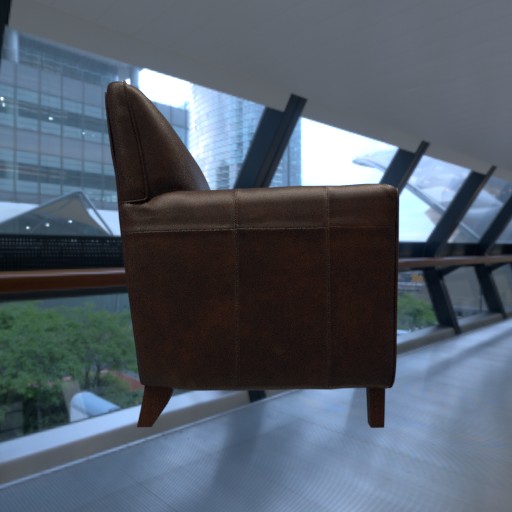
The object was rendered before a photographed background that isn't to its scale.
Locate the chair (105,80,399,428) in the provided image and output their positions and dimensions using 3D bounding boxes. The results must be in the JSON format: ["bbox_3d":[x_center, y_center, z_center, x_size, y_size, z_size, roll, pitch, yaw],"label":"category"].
[{"bbox_3d":[0.000,0.000,1.580,0.823,0.943,0.870,0,-1,1],"label":"chair"}]
